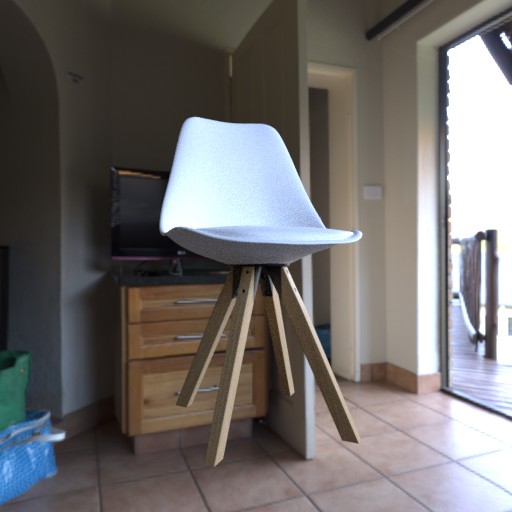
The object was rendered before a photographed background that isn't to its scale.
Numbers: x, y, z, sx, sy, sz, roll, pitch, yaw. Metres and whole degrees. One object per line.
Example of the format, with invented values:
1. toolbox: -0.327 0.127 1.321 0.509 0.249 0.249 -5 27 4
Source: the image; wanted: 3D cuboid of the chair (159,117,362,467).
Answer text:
1. chair: 0.000 0.000 1.158 0.485 0.849 0.550 0 0 -19
